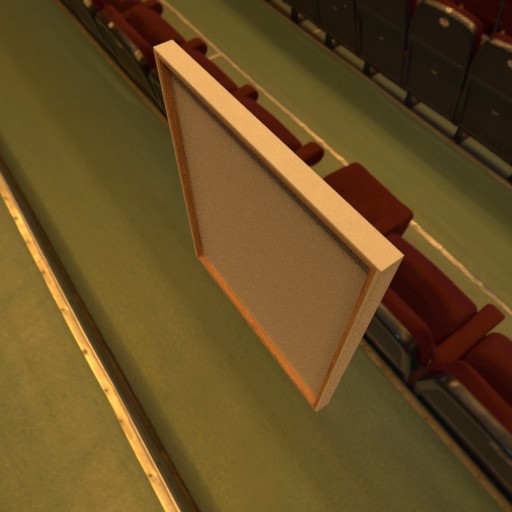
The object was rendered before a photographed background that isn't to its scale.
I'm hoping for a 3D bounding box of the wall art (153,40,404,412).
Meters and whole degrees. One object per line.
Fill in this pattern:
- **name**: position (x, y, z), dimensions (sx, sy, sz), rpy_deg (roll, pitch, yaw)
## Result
- **wall art**: position (0.000, 0.000, 0.846), dimensions (0.037, 0.606, 0.508), rpy_deg (-31, 62, -19)
